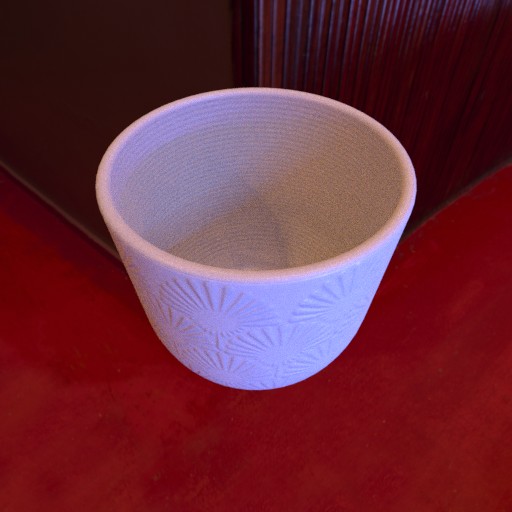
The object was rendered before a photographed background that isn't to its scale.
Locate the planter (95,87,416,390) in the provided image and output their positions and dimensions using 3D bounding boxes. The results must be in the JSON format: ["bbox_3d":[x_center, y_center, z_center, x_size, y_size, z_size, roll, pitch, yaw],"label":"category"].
[{"bbox_3d":[0.000,0.000,0.295,0.170,0.152,0.170,0,47,0],"label":"planter"}]
